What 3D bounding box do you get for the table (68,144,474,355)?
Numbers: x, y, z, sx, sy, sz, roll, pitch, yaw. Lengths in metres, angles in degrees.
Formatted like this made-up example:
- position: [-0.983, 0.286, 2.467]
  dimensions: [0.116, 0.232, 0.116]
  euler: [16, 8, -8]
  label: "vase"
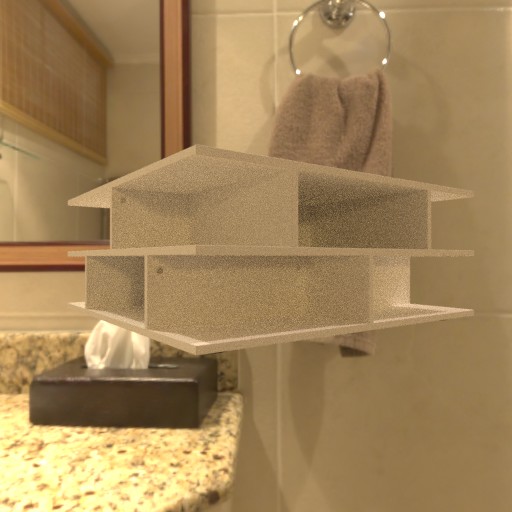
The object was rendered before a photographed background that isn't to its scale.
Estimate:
- position: [0.000, 0.000, 1.072]
  dimensions: [0.700, 0.289, 0.700]
  euler: [0, 0, -36]
  label: "table"
